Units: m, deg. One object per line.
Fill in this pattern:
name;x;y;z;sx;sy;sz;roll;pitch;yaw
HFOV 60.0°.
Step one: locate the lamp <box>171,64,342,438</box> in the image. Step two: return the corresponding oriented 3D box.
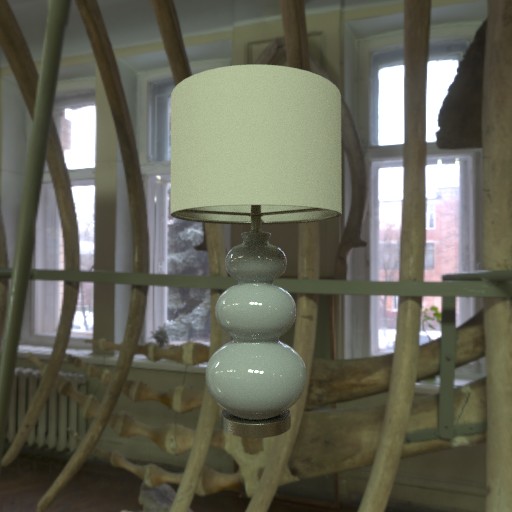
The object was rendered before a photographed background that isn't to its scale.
lamp;0.000;0.000;0.966;0.367;0.730;0.367;0;-2;18
